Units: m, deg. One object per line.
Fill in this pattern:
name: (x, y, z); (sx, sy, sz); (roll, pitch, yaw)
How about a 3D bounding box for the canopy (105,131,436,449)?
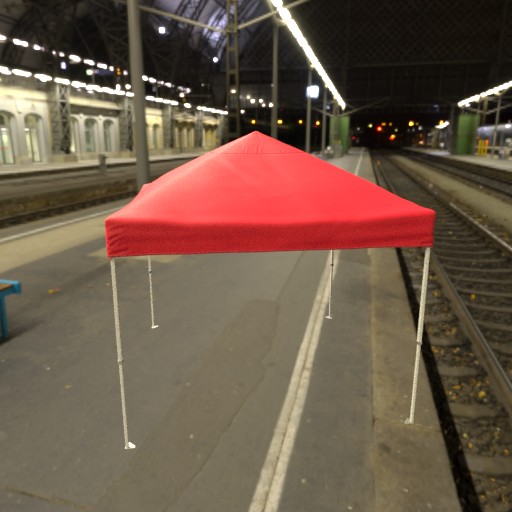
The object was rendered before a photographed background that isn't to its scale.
canopy: (0.000, 0.000, 5.526); (2.996, 2.997, 2.998); (-2, 15, -8)
